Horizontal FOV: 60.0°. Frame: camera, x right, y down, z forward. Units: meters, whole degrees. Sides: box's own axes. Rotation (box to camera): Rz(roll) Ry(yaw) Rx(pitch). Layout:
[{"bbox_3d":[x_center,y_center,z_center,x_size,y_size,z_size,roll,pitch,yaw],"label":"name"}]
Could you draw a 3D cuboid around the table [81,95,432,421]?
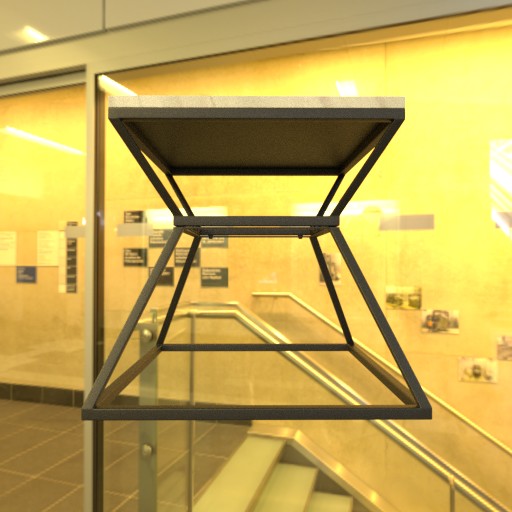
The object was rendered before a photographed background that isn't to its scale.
[{"bbox_3d":[0.000,0.000,0.802,0.455,0.431,0.455,0,-1,0],"label":"table"}]
